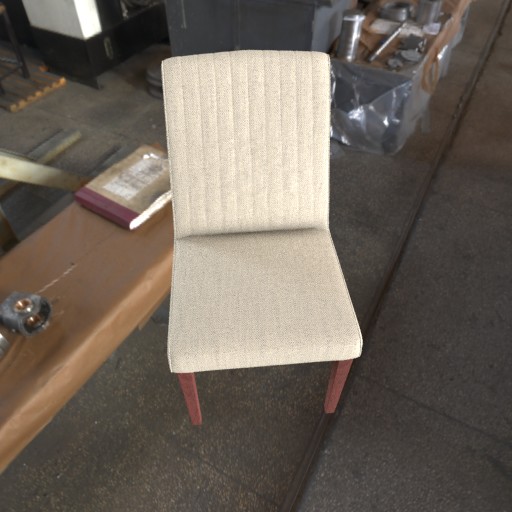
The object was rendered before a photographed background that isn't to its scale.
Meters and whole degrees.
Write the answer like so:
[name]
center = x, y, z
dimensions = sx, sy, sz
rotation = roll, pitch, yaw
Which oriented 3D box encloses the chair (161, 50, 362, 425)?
[chair]
center = 0.000, 0.000, 1.238
dimensions = 0.480, 0.900, 0.594
rotation = -4, 47, -4
